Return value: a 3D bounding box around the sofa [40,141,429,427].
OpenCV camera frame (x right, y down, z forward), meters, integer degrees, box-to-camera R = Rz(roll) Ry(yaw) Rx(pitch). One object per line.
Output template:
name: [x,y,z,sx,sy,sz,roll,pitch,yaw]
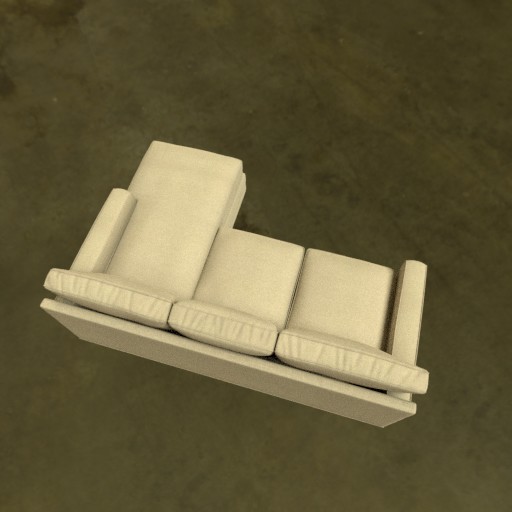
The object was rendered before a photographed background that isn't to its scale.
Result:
sofa: [0.000,0.000,2.863,2.087,0.861,1.496,14,64,7]
